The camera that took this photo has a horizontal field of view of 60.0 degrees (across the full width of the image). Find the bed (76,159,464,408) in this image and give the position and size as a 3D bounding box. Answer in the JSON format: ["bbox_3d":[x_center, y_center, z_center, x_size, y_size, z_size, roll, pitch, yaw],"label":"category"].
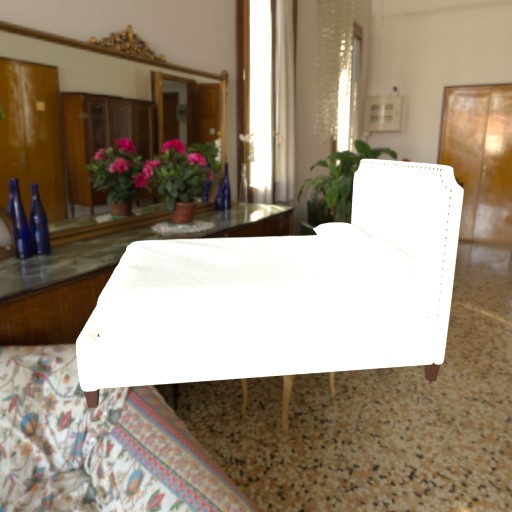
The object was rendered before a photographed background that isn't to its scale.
[{"bbox_3d":[0.000,0.000,3.475,2.365,1.443,1.712,-2,14,-8],"label":"bed"}]
